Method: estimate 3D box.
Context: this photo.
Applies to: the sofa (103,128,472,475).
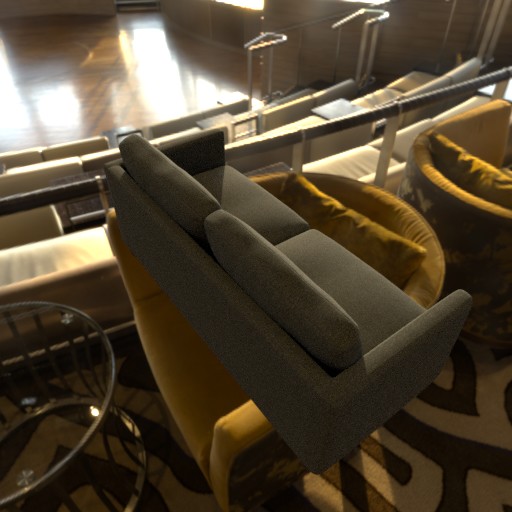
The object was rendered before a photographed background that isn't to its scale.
[{"bbox_3d":[0.000,0.000,2.668,0.948,0.965,2.208,-26,48,-26],"label":"sofa"}]
